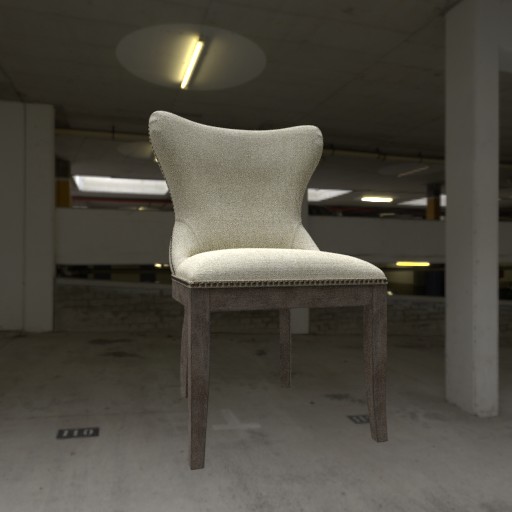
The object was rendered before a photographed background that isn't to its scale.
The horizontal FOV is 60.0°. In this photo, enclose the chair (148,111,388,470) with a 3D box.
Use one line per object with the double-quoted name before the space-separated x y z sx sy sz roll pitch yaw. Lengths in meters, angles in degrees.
"chair" 0.000 0.000 1.436 0.654 1.002 0.681 0 0 -18
